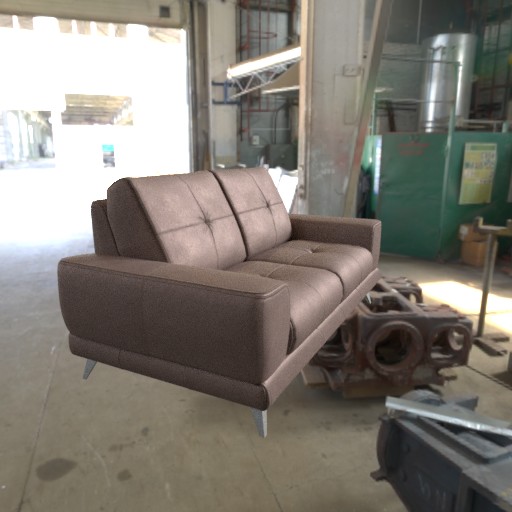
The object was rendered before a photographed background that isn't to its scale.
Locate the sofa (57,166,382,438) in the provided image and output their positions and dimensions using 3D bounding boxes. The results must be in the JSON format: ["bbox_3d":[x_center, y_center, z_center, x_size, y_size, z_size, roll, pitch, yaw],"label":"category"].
[{"bbox_3d":[0.000,0.000,2.411,1.018,0.907,1.806,7,15,27],"label":"sofa"}]
